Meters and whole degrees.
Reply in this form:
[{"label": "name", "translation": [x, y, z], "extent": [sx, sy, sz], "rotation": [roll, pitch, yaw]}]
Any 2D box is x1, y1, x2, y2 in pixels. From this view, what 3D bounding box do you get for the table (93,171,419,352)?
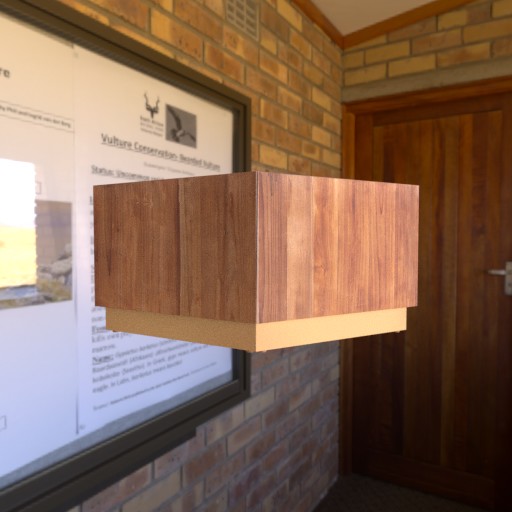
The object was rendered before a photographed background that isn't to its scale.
[{"label": "table", "translation": [0.000, 0.000, 1.656], "extent": [1.000, 0.456, 1.154], "rotation": [0, 2, 0]}]
